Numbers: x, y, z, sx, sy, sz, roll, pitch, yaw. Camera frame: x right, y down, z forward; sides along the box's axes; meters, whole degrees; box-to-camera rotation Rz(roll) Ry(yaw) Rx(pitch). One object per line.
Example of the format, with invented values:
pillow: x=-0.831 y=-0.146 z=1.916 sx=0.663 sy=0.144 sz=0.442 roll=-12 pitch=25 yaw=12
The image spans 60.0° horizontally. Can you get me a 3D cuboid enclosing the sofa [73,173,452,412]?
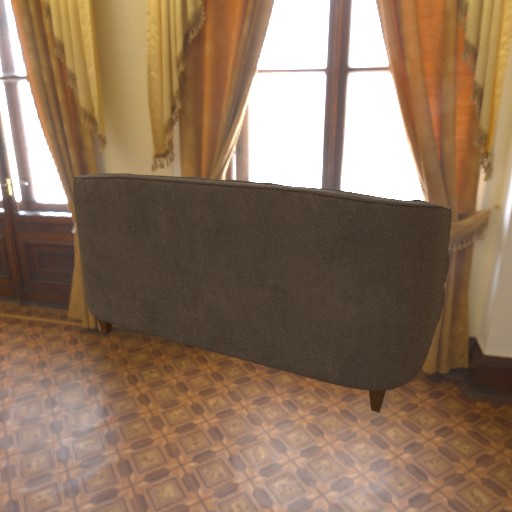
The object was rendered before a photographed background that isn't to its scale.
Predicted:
sofa: x=0.000 y=0.000 z=2.210 sx=1.733 sy=0.855 sz=0.941 roll=9 pitch=19 yaw=26
